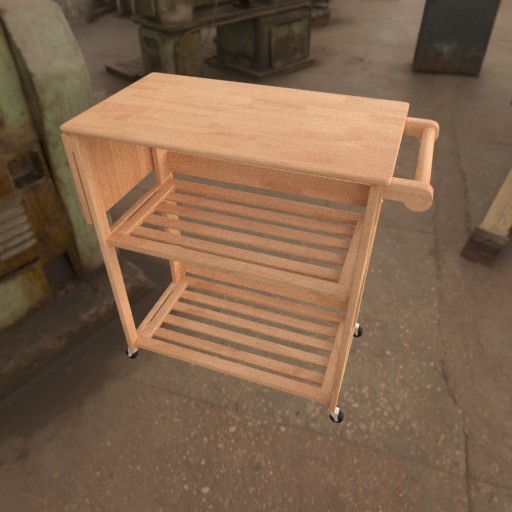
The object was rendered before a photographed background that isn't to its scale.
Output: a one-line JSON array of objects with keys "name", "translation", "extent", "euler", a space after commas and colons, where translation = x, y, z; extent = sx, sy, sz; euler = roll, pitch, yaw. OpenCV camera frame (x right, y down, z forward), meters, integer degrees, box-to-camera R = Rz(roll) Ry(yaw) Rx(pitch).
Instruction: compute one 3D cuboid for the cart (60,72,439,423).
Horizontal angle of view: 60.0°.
[{"name": "cart", "translation": [0.000, 0.000, 1.350], "extent": [0.853, 0.879, 0.432], "euler": [13, 41, 15]}]
